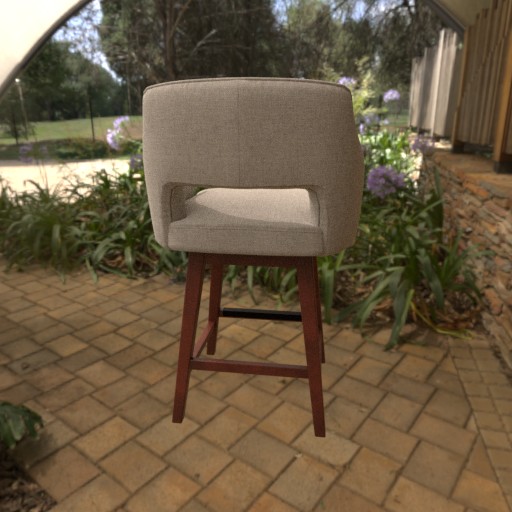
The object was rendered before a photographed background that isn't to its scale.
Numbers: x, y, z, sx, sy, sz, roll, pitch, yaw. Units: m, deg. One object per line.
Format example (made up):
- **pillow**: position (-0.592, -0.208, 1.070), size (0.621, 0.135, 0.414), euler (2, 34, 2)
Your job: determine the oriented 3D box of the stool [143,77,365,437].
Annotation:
- **stool**: position (0.000, 0.000, 1.323), size (0.599, 0.944, 0.558), euler (2, 17, 8)
